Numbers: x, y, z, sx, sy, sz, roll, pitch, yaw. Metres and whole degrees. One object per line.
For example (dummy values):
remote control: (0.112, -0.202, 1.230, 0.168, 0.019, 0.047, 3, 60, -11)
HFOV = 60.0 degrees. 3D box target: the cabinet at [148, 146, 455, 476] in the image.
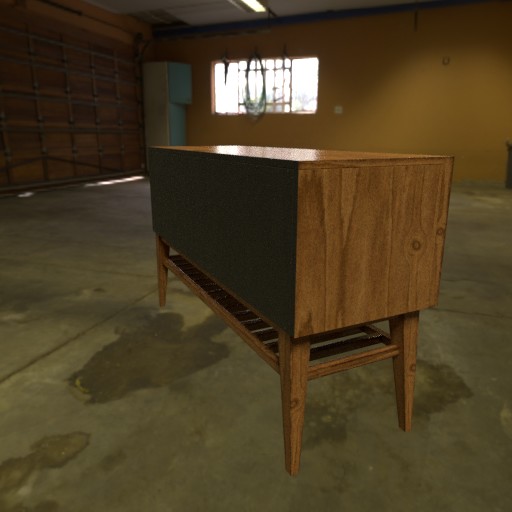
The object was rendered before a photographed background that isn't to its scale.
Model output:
cabinet: (0.000, 0.000, 1.725, 0.477, 0.802, 1.363, -7, 17, -25)
